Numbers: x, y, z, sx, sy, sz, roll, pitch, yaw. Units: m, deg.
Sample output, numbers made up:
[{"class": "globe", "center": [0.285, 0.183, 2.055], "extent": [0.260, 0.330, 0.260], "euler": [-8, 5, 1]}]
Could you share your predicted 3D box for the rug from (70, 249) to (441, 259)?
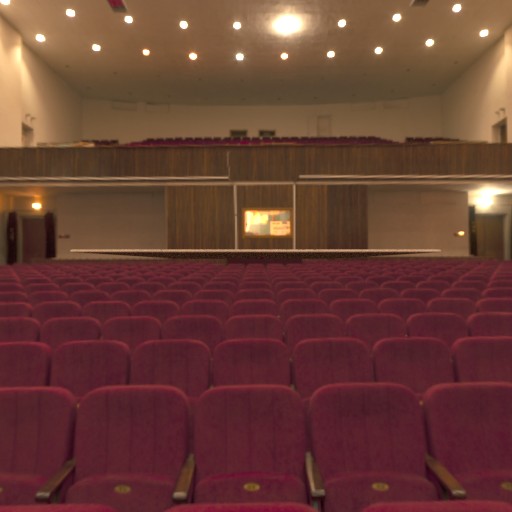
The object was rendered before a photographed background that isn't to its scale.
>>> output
[{"class": "rug", "center": [0.000, 0.000, 3.026], "extent": [1.517, 0.011, 2.435], "euler": [0, -1, 0]}]
